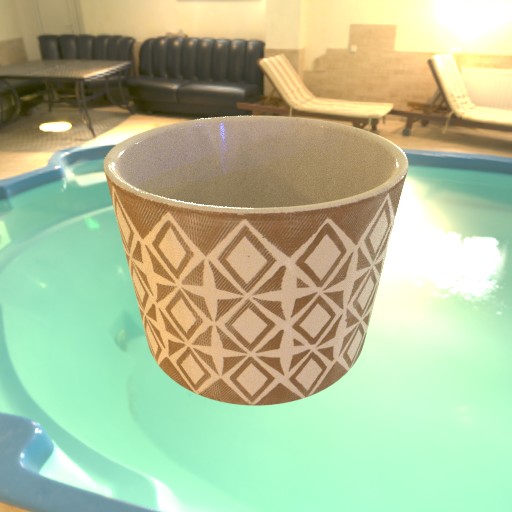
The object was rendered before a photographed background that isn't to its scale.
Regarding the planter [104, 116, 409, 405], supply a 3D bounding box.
[{"bbox_3d":[0.000,0.000,0.449,0.260,0.220,0.260,0,31,0],"label":"planter"}]
